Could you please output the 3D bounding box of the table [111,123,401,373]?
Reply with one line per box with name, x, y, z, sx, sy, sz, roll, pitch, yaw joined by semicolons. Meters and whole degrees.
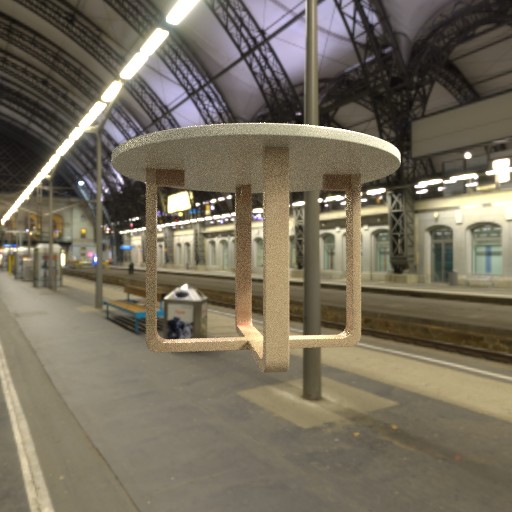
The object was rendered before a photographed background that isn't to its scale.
table;0.000;0.000;0.968;0.600;0.400;0.600;0;0;0
